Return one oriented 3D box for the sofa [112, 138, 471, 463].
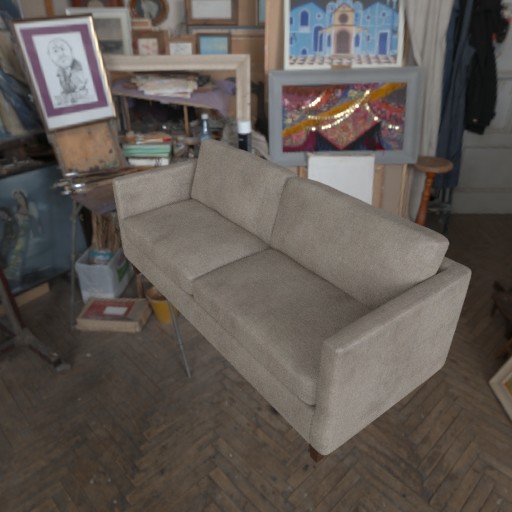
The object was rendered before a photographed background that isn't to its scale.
[{"bbox_3d":[0.000,0.000,2.739,0.951,0.965,2.208,-21,37,-31],"label":"sofa"}]
